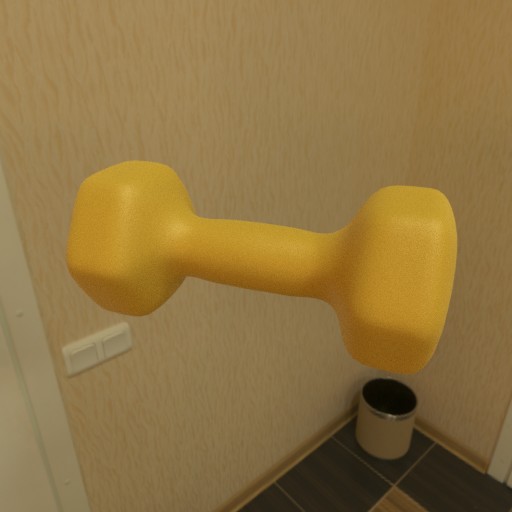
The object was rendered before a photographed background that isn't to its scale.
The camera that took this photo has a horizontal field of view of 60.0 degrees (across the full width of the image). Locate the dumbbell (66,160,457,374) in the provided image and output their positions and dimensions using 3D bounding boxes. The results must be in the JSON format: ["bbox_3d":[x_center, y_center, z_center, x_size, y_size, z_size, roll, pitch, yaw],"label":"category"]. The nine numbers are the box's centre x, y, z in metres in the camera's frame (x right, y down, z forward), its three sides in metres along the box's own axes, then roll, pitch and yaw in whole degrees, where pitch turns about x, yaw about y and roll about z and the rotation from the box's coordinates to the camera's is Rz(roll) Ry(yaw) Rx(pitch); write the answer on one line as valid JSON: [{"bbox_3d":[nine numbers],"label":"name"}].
[{"bbox_3d":[0.000,0.000,0.233,0.190,0.082,0.090,9,28,18],"label":"dumbbell"}]
